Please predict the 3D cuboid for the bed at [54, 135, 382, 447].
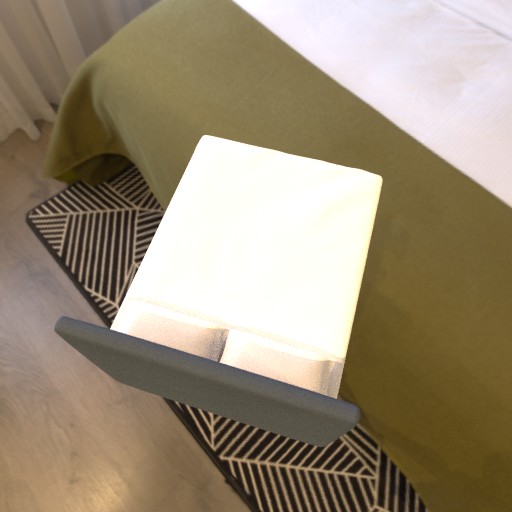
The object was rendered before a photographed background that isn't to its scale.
[{"bbox_3d":[0.000,0.000,3.273,1.713,1.330,2.162,15,63,8],"label":"bed"}]
